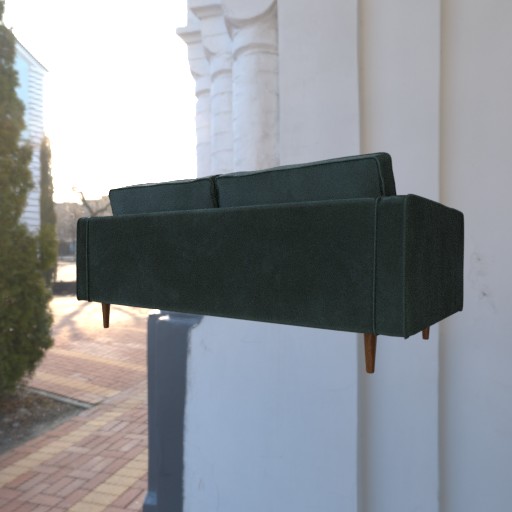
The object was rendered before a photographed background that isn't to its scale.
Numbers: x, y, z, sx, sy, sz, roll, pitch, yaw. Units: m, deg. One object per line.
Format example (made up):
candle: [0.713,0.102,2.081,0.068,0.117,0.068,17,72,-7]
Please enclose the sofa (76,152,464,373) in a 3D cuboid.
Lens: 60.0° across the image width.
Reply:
sofa: [0.000,0.000,2.241,1.816,0.781,0.886,1,1,36]
